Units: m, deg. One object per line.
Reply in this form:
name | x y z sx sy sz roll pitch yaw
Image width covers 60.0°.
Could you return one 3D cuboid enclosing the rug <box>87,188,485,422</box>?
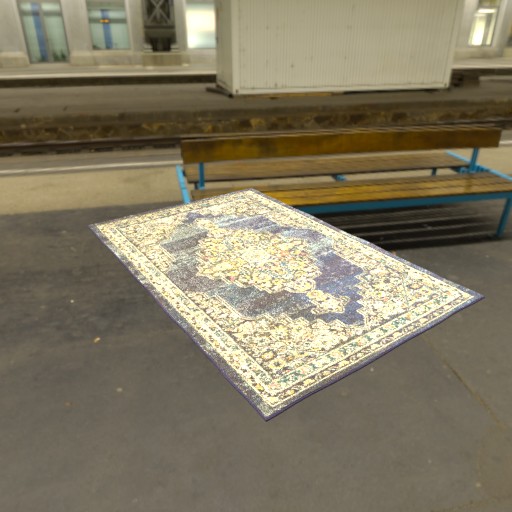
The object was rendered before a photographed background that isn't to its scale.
rug | 0.000 0.000 2.262 1.184 0.012 1.781 -18 32 -31
